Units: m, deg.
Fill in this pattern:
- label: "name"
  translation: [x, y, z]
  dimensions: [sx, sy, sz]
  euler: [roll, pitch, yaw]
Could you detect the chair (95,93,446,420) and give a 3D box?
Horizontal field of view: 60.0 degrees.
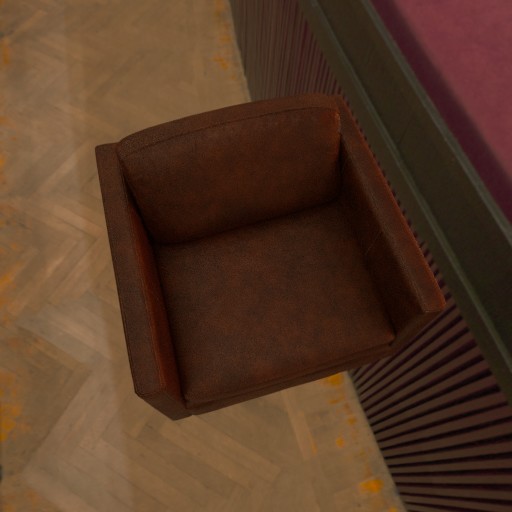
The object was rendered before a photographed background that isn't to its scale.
- label: "chair"
  translation: [0.000, 0.000, 1.753]
  dimensions: [0.990, 0.864, 0.975]
  euler: [-15, 64, -7]
